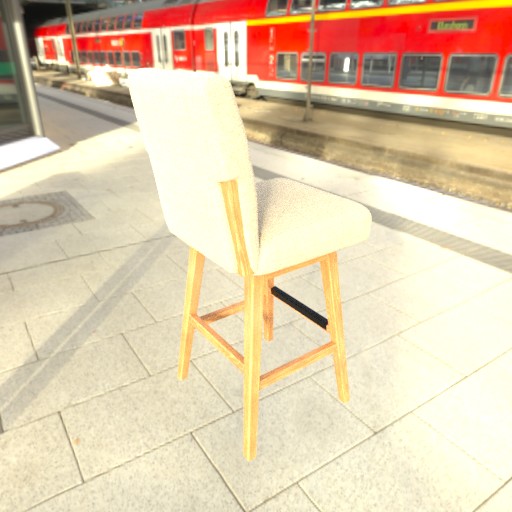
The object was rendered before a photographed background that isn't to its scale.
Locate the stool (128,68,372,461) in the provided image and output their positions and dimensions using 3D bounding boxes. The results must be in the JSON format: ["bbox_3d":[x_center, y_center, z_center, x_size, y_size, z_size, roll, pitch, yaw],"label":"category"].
[{"bbox_3d":[0.000,0.000,1.412,0.569,1.106,0.483,-17,30,-32],"label":"stool"}]
